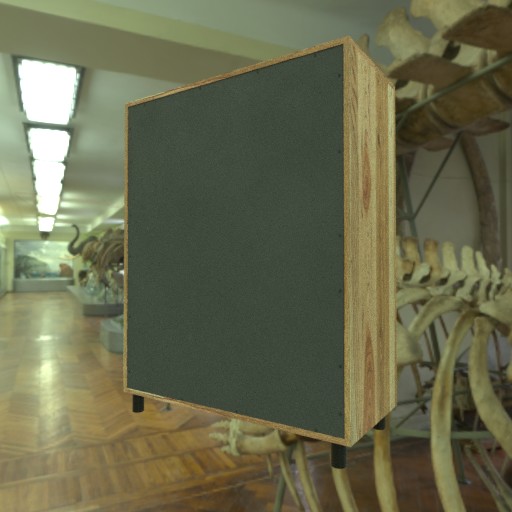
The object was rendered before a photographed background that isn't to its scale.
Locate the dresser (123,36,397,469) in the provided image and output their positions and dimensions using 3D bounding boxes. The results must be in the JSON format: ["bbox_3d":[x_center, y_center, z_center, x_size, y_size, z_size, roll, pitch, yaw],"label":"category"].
[{"bbox_3d":[0.000,0.000,1.724,0.966,1.243,0.480,-1,-1,34],"label":"dresser"}]
